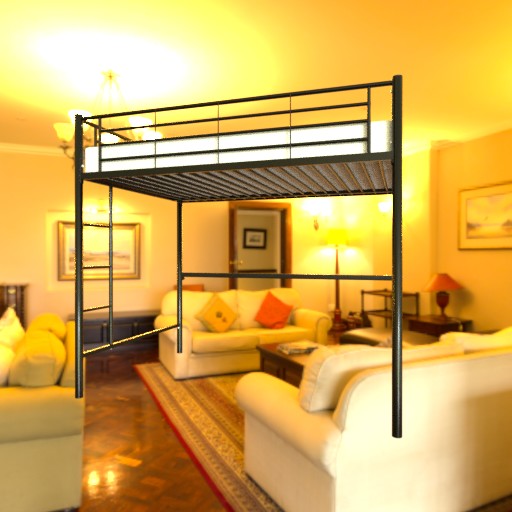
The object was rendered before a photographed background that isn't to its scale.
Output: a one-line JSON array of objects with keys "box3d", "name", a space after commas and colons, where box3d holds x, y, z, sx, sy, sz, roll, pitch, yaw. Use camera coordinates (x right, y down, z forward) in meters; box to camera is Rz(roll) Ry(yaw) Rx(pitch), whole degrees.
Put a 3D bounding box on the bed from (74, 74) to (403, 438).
[{"box3d": [0.000, 0.000, 3.163, 1.994, 1.803, 1.397, 0, 0, 18], "name": "bed"}]
